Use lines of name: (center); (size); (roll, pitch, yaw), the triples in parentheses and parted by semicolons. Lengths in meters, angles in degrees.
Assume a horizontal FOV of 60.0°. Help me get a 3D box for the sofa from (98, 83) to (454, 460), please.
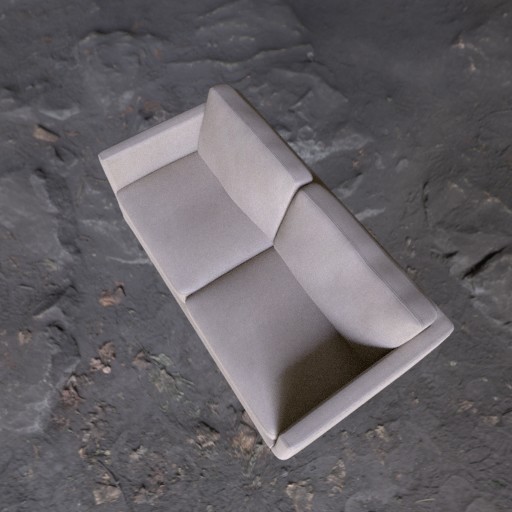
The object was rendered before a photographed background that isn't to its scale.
sofa: (0.000, 0.000, 2.430); (0.950, 0.940, 1.846); (-31, 66, -15)
